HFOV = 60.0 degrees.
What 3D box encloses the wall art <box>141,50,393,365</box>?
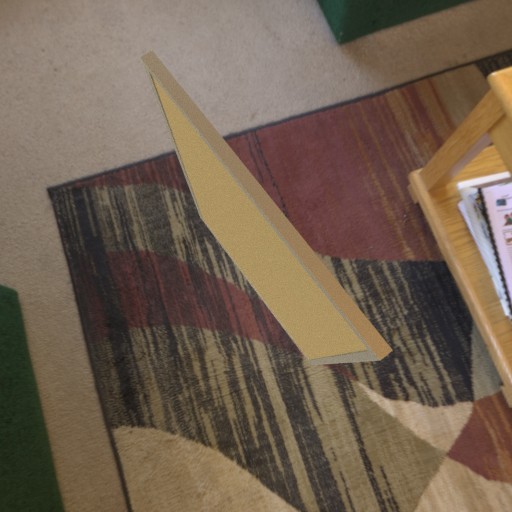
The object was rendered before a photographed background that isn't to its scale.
[{"bbox_3d":[0.000,0.000,1.379,0.034,1.042,0.789,-36,78,-9],"label":"wall art"}]
